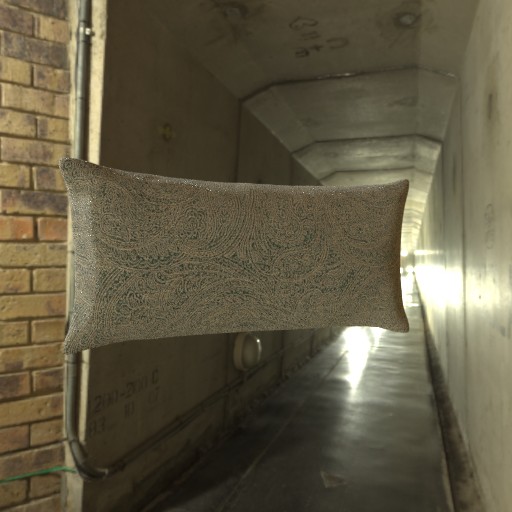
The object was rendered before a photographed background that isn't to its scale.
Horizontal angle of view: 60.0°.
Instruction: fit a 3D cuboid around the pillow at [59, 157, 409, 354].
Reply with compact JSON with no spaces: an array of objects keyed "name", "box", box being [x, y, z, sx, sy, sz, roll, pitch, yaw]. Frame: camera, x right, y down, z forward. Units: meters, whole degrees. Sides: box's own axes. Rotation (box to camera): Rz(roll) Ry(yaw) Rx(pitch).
[{"name":"pillow","box":[0.000,0.000,0.755,0.615,0.295,0.151,0,1,-18]}]
